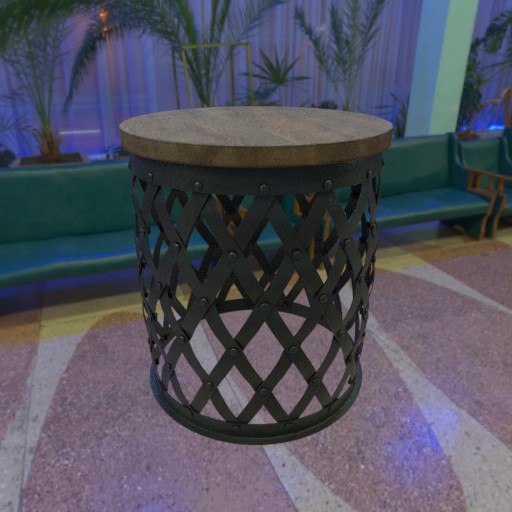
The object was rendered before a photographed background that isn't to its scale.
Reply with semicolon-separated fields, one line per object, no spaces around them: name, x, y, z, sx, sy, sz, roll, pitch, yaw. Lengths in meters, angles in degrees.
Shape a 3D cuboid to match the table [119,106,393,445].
table;0.000;0.000;0.771;0.405;0.454;0.405;0;25;0
